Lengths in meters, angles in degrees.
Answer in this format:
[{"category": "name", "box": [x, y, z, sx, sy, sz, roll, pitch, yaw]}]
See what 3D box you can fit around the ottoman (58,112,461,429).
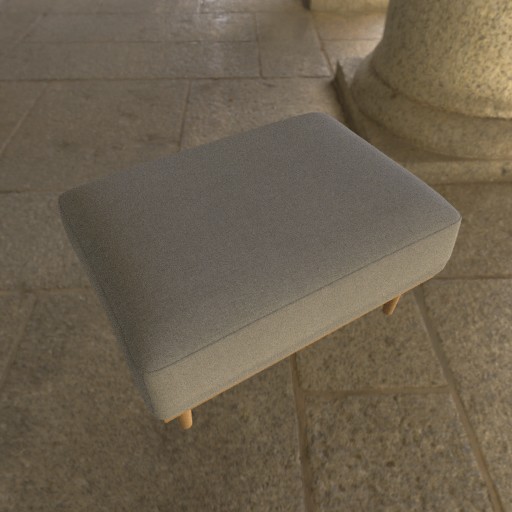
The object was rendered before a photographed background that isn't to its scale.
[{"category": "ottoman", "box": [0.000, 0.000, 1.074, 0.749, 0.428, 0.549, -24, 51, -21]}]
